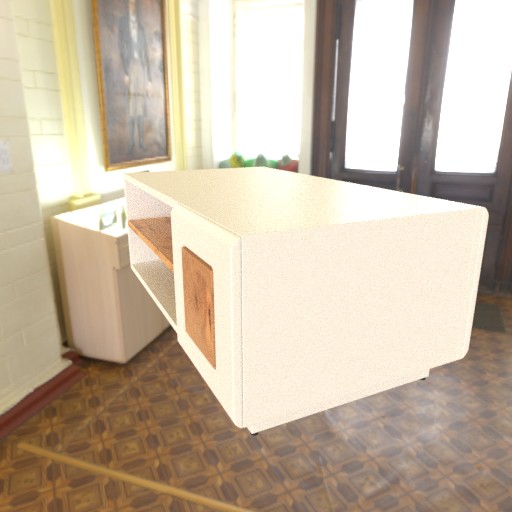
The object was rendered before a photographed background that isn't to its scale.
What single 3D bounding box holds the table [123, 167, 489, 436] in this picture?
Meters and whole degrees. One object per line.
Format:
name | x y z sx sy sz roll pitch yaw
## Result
table | 0.000 0.000 1.398 0.639 0.442 1.097 -8 18 -25
